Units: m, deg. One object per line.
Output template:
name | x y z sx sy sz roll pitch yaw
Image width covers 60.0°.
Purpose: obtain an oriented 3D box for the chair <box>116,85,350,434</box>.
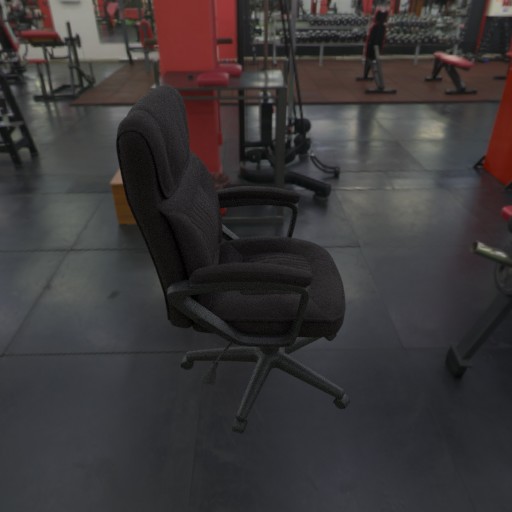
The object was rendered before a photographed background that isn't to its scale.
chair | 0.000 0.000 1.575 0.724 1.105 0.667 1 32 1
